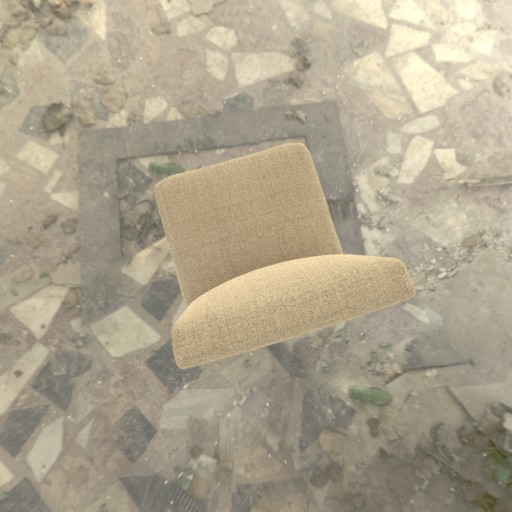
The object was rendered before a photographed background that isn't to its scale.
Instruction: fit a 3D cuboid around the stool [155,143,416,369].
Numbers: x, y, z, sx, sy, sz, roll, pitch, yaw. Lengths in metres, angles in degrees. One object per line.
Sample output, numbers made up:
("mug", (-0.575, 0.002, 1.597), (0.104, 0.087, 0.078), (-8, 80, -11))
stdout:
("stool", (0.000, 0.000, 1.280), (0.459, 1.010, 0.526), (-16, 77, -4))
